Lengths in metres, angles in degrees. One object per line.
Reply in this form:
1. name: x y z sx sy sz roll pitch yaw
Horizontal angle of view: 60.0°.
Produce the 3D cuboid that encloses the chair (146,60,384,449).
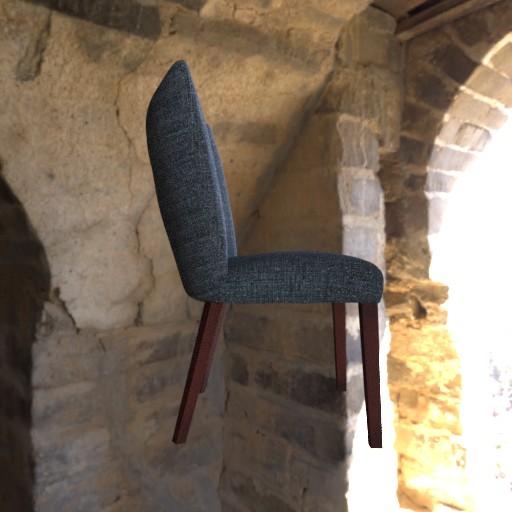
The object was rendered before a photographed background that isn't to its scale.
1. chair: 0.000 0.000 1.296 0.623 0.924 0.535 0 1 0
